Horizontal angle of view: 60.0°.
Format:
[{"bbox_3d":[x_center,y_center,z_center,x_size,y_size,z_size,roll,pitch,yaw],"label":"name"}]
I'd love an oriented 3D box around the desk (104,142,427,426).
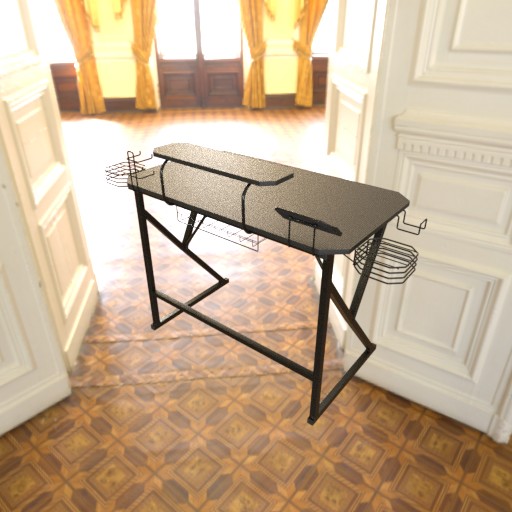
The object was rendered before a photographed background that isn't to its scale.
[{"bbox_3d":[0.000,0.000,1.757,1.290,0.880,0.580,21,36,33],"label":"desk"}]
